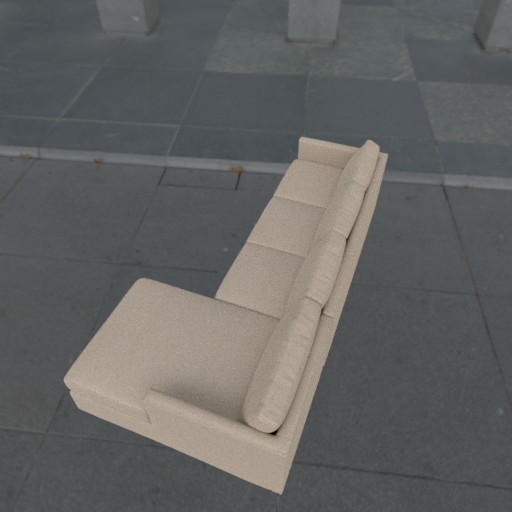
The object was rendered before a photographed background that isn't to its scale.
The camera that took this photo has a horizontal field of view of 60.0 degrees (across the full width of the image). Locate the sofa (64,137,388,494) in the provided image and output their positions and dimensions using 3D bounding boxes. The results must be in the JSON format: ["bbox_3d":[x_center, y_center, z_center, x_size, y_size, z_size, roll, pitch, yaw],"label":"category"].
[{"bbox_3d":[0.000,0.000,3.816,1.622,0.867,3.177,16,48,15],"label":"sofa"}]
